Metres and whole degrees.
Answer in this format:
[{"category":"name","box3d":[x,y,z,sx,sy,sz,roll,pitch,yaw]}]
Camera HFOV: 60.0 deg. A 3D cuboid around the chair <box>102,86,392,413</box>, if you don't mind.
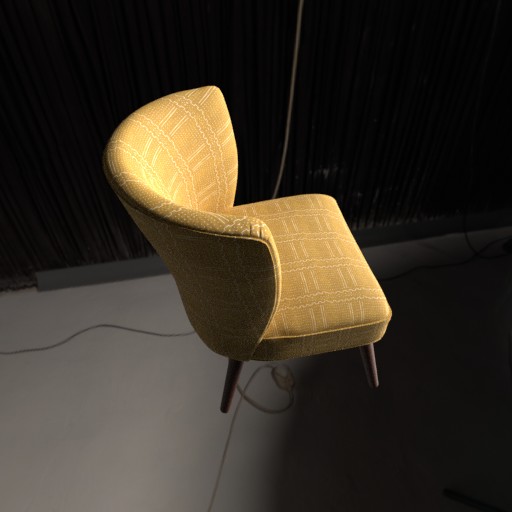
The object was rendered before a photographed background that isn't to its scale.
[{"category":"chair","box3d":[0.000,0.000,1.419,0.758,0.866,0.706,-9,46,-8]}]
